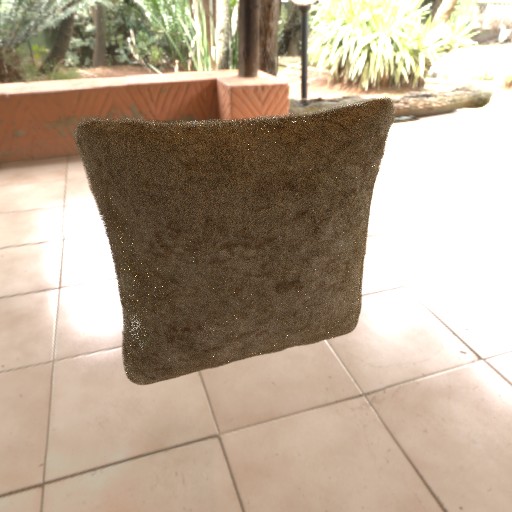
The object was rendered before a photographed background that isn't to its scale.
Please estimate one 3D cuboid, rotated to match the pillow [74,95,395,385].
[{"bbox_3d":[0.000,0.000,0.811,0.538,0.525,0.216,-10,32,-17],"label":"pillow"}]
